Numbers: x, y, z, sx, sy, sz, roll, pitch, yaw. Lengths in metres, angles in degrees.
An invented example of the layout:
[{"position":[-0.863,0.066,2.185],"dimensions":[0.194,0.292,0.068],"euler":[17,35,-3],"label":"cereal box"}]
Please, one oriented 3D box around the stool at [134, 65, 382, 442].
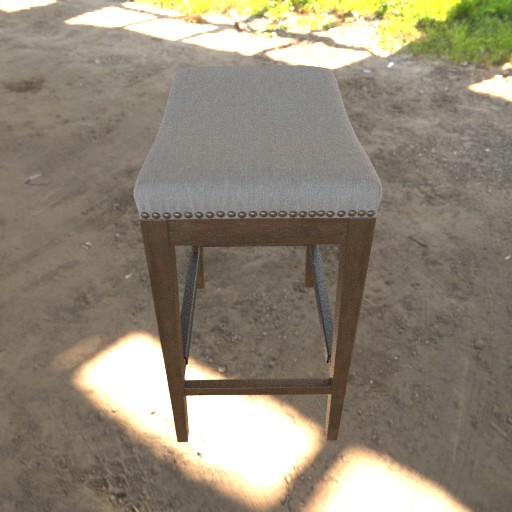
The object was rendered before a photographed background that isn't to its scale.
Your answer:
[{"position":[0.000,0.000,0.963],"dimensions":[0.356,0.660,0.508],"euler":[-1,41,-1],"label":"stool"}]
